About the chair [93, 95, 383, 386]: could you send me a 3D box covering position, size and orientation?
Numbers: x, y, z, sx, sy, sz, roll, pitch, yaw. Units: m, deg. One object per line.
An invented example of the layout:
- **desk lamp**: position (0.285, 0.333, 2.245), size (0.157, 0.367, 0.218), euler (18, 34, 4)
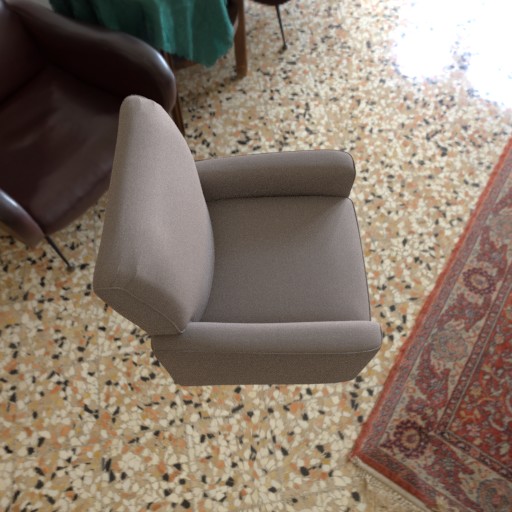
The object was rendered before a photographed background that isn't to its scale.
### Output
- **chair**: position (0.000, 0.000, 1.681), size (0.859, 1.023, 0.845), euler (-1, 62, -1)
